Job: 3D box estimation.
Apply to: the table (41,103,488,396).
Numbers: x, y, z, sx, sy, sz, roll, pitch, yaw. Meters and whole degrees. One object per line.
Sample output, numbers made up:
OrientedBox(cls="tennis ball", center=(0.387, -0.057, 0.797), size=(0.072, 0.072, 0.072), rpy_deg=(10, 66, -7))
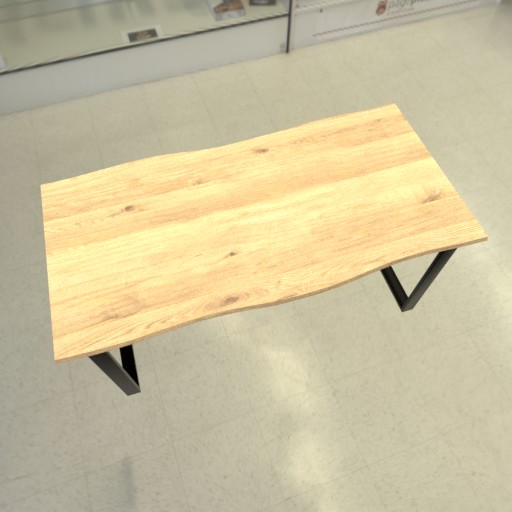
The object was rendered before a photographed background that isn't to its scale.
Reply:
OrientedBox(cls="table", center=(0.000, 0.000, 2.274), size=(1.800, 0.780, 0.900), rpy_deg=(-15, 60, -9))
